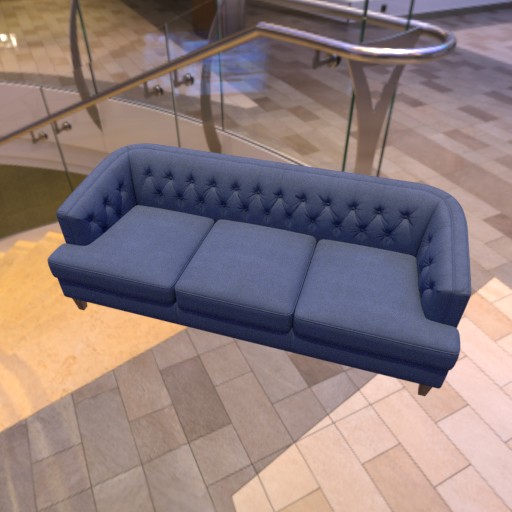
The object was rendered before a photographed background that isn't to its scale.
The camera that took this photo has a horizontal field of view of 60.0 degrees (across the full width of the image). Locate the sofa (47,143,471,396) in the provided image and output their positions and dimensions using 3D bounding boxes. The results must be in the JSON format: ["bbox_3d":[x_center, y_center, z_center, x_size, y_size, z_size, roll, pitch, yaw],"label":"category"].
[{"bbox_3d":[0.000,0.000,2.624,2.235,0.787,0.914,11,41,13],"label":"sofa"}]
